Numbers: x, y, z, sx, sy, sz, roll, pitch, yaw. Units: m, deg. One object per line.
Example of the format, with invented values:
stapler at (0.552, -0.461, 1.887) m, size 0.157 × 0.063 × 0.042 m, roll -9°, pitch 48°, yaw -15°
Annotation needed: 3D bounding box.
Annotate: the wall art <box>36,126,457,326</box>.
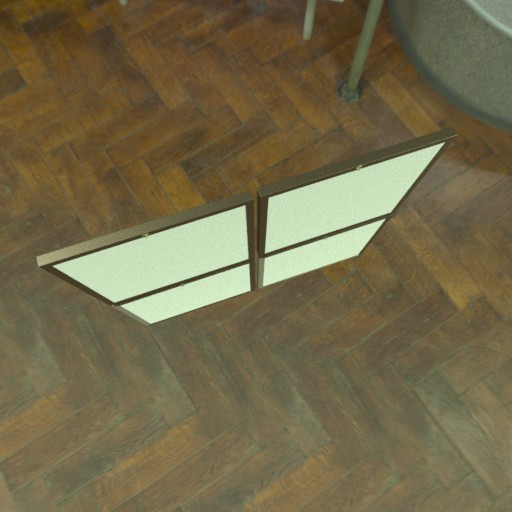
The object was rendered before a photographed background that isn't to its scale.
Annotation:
wall art at (0.000, 0.000, 1.532) m, size 1.032 × 1.032 × 0.030 m, roll -18°, pitch 75°, yaw -5°
